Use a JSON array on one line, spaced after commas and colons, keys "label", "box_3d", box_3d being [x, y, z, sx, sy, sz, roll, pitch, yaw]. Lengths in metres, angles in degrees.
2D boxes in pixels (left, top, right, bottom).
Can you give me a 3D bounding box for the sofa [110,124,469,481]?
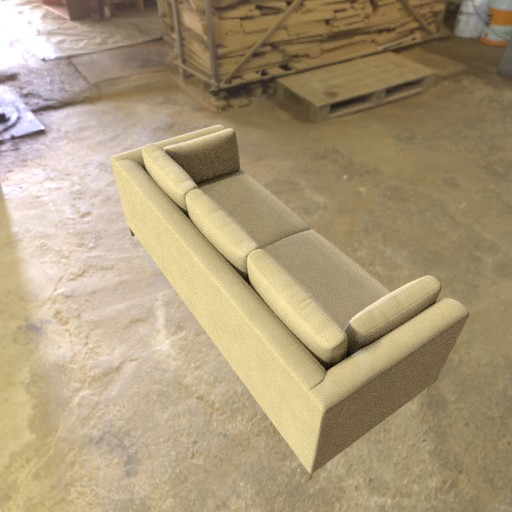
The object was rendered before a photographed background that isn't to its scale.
[{"label": "sofa", "box_3d": [0.000, 0.000, 2.923, 0.969, 0.867, 2.415, -24, 48, -24]}]
